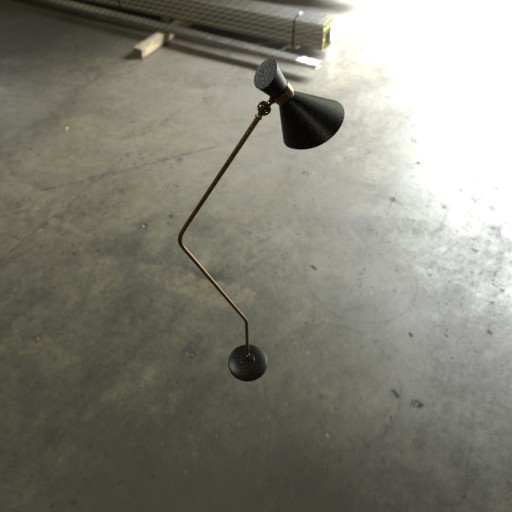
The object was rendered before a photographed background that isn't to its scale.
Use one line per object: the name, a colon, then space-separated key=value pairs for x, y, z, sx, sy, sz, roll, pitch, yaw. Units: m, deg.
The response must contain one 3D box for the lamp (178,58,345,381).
lamp: x=0.000 y=0.000 z=1.613 sx=0.467 sy=1.438 sz=0.277 roll=10 pitch=48 yaw=9
